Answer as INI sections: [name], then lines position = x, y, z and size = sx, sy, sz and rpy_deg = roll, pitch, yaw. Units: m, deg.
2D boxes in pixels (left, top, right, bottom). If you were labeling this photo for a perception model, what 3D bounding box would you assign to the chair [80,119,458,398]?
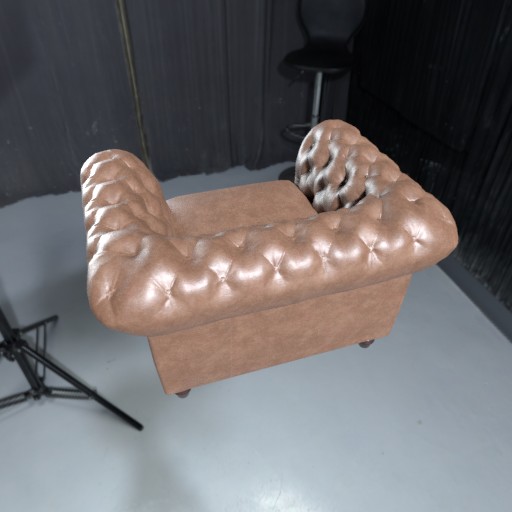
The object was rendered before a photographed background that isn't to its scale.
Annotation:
[chair]
position = 0.000, 0.000, 1.895
size = 1.298, 0.784, 0.954
rpy_deg = -12, 41, -14
